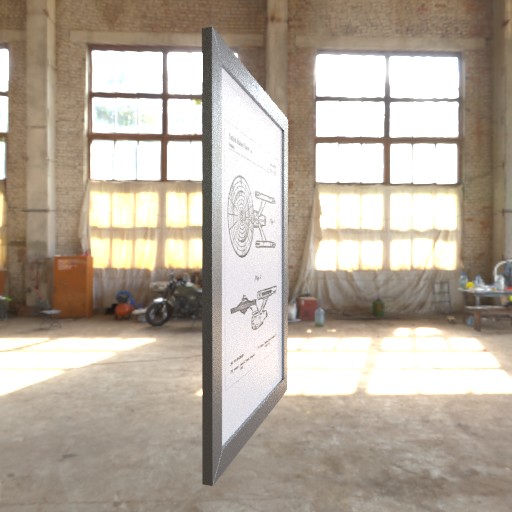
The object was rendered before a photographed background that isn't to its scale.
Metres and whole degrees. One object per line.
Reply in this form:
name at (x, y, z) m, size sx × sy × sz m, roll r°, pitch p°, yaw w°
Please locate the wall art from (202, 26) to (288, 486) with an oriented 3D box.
wall art at (0.000, 0.000, 0.691) m, size 0.013 × 0.529 × 0.376 m, roll 0°, pitch 1°, yaw 17°
